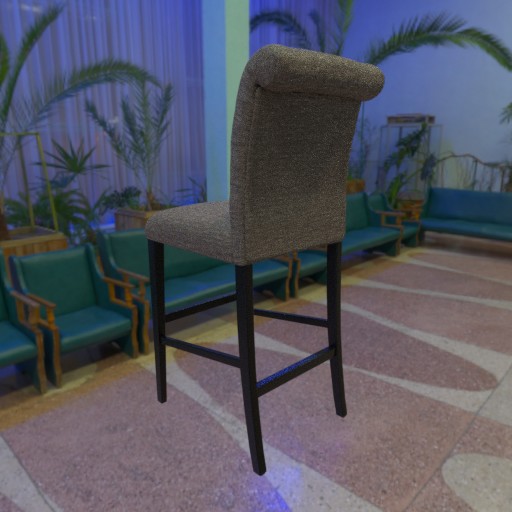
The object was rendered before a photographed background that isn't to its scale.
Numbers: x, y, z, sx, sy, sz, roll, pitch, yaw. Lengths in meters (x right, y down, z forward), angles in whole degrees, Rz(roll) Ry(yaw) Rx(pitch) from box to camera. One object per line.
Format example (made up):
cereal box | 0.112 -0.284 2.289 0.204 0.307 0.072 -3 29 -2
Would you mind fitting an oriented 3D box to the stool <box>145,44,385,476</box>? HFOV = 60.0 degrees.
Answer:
stool | 0.000 0.000 1.420 0.452 1.131 0.613 -13 19 -42
